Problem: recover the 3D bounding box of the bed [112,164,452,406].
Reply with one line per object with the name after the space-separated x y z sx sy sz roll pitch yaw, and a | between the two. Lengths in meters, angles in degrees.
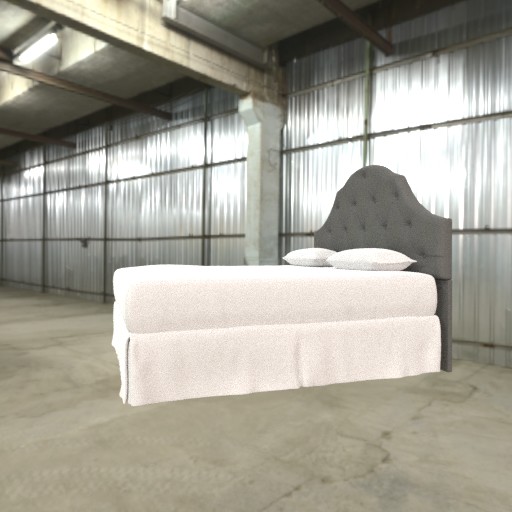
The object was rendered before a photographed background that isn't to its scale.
0.000 0.000 3.637 2.214 1.615 2.008 0 0 -20 | bed
